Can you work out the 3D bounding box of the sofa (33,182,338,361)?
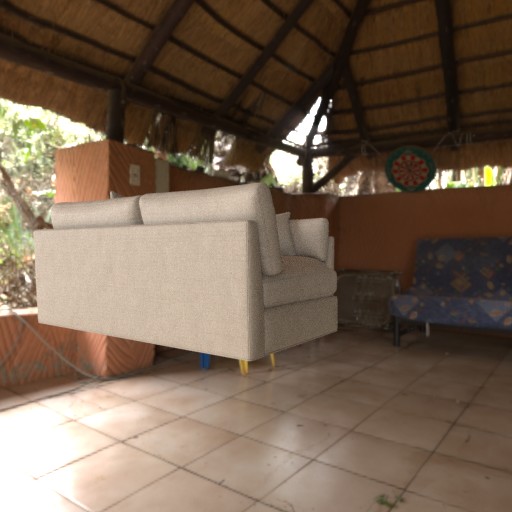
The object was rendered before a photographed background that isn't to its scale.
[{"bbox_3d":[0.000,0.000,3.867,1.994,0.978,2.896,1,1,35],"label":"sofa"}]
